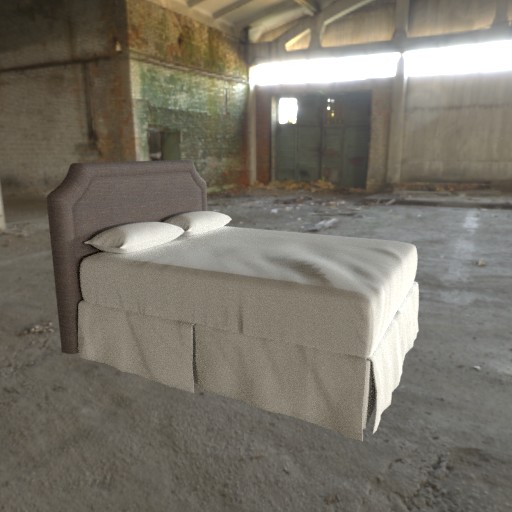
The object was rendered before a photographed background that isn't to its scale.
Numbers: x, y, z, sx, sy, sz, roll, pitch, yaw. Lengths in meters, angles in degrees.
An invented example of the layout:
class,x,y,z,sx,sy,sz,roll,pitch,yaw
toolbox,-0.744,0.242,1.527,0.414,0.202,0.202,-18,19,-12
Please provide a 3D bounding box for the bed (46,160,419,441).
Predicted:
class,x,y,z,sx,sy,sz,roll,pitch,yaw
bed,0.000,0.000,3.124,2.116,1.290,1.693,7,15,26
